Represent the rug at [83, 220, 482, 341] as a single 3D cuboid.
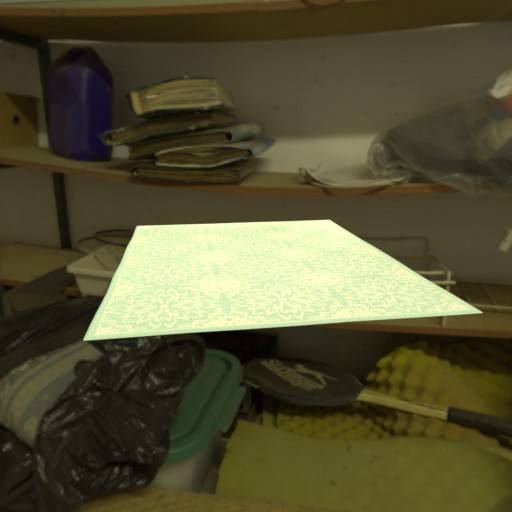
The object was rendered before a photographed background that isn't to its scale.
[{"bbox_3d":[0.000,0.000,3.976,2.363,0.012,2.980,-3,16,-9],"label":"rug"}]
